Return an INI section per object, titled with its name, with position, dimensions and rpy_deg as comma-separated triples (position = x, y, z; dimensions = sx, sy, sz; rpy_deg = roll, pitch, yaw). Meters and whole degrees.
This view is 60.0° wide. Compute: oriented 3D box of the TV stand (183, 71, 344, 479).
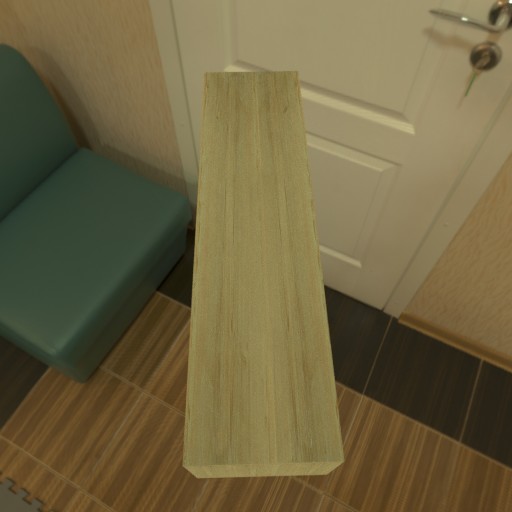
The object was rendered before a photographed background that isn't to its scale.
[TV stand]
position = 0.000, 0.000, 1.801
dimensions = 0.420, 0.550, 1.600
rpy_deg = -1, 59, -1
